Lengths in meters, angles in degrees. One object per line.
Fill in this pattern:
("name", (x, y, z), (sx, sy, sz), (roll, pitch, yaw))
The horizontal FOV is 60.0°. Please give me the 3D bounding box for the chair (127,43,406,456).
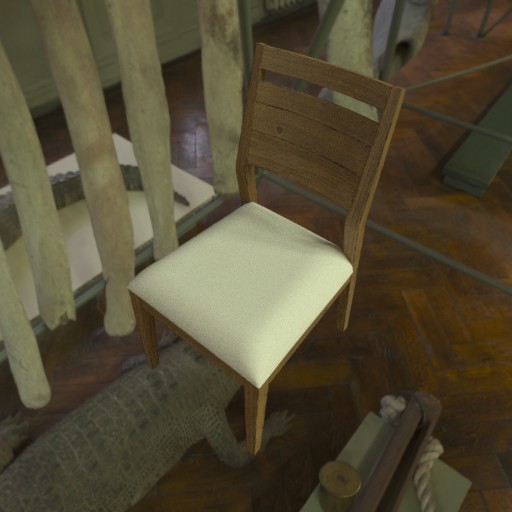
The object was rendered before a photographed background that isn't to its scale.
("chair", (0.000, 0.000, 1.280), (0.497, 0.939, 0.610), (31, 53, 26))
